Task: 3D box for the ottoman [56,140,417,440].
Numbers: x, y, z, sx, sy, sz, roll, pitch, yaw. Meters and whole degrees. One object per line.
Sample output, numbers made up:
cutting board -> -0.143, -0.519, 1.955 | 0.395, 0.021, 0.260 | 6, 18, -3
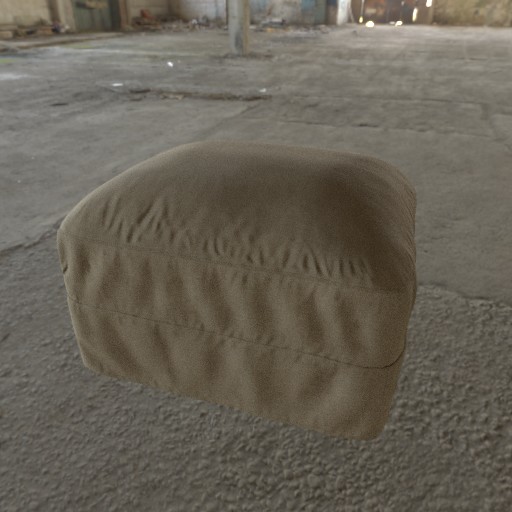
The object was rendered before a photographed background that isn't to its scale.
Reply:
ottoman -> 0.000, 0.000, 1.048 | 0.712, 0.480, 0.584 | 9, 31, 16
